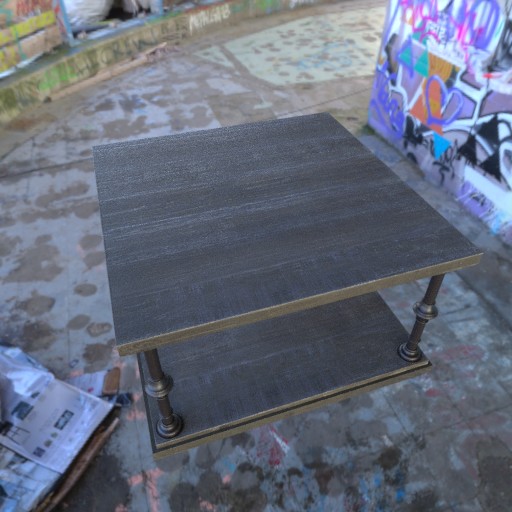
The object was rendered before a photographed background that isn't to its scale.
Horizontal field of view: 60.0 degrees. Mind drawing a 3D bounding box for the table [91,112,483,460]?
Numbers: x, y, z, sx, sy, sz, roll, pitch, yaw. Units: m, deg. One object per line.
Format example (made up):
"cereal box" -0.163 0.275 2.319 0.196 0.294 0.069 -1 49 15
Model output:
"table" 0.000 0.000 1.156 0.696 0.400 0.696 -13 43 -14
